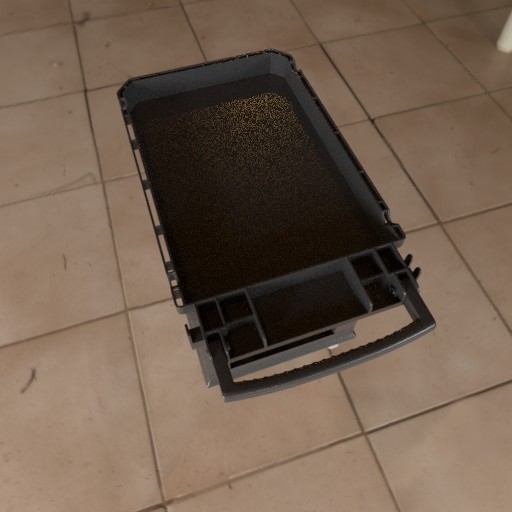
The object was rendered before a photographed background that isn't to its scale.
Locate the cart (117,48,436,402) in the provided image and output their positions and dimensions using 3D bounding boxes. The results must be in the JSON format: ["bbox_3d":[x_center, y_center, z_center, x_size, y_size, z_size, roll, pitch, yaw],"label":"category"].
[{"bbox_3d":[0.000,0.000,1.744,0.674,0.884,1.239,-16,60,-10],"label":"cart"}]
